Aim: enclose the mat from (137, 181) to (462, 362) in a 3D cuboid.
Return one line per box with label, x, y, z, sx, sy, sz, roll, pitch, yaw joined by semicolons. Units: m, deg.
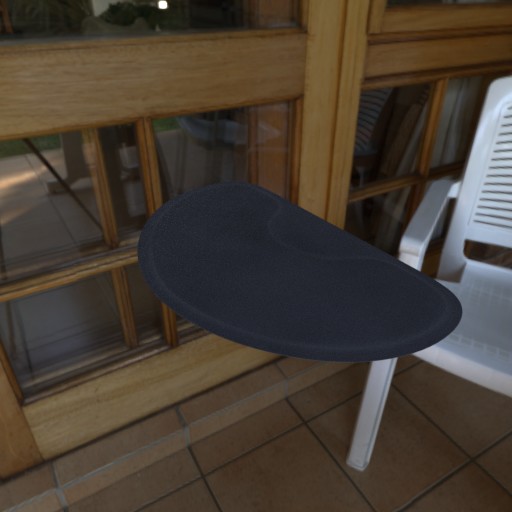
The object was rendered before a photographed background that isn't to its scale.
mat;0.000;0.000;1.851;0.913;0.013;1.524;-21;38;-30
